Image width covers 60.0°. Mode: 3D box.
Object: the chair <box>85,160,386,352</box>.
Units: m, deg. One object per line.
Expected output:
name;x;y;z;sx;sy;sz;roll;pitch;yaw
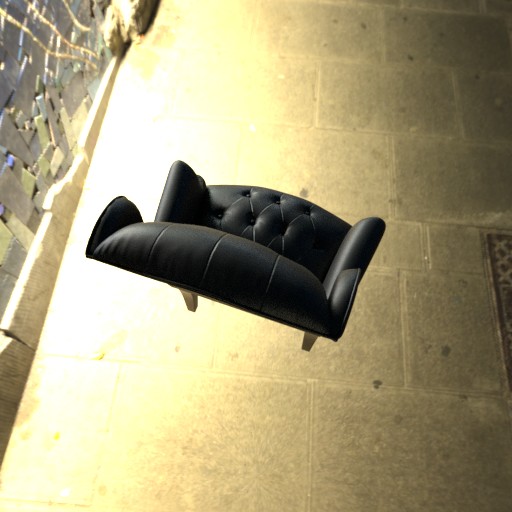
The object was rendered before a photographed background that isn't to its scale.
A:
chair;0.000;0.000;1.659;0.838;1.111;0.762;18;65;9
